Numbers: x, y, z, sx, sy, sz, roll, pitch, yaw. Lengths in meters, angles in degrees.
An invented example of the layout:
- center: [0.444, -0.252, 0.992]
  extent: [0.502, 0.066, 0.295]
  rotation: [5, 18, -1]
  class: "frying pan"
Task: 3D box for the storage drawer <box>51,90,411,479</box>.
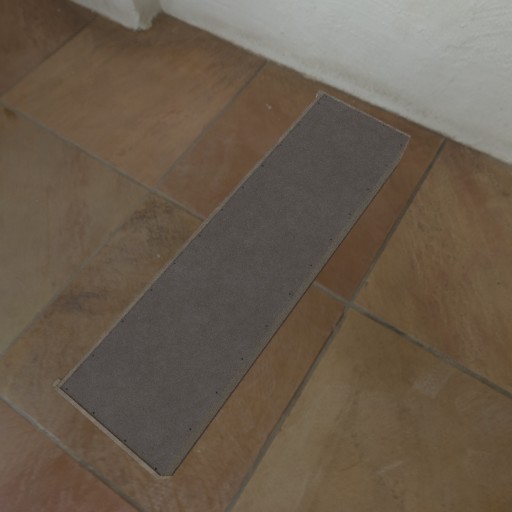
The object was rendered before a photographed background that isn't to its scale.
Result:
- center: [0.000, 0.000, 2.249]
  extent: [0.591, 0.274, 2.072]
  rotation: [33, 68, 15]
  class: "storage drawer"
